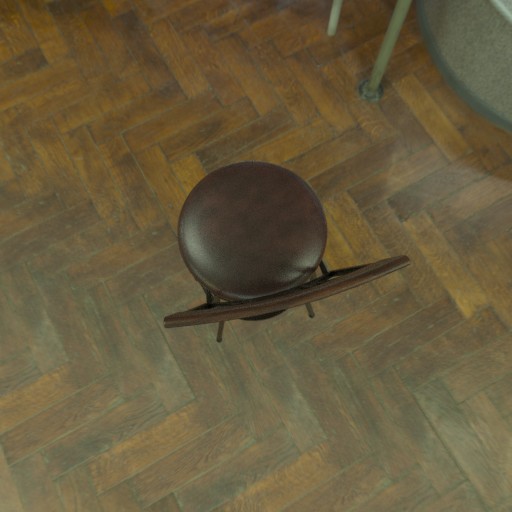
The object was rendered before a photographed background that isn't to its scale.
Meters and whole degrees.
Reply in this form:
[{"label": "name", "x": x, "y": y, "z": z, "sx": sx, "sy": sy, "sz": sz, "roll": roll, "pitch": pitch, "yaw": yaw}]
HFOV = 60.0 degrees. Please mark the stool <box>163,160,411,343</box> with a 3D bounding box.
[{"label": "stool", "x": 0.000, "y": 0.000, "z": 1.375, "sx": 0.448, "sy": 1.130, "sz": 0.513, "roll": -14, "pitch": 75, "yaw": -4}]
